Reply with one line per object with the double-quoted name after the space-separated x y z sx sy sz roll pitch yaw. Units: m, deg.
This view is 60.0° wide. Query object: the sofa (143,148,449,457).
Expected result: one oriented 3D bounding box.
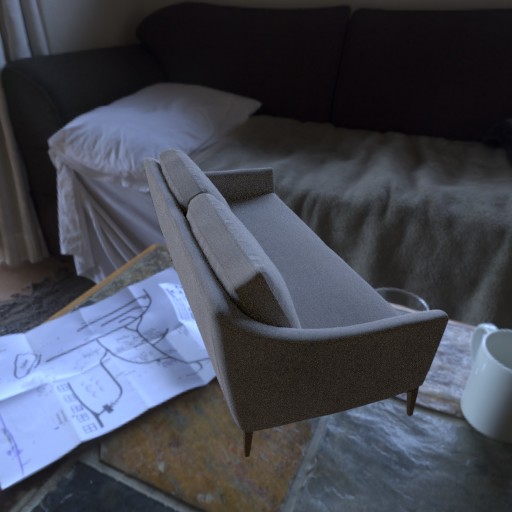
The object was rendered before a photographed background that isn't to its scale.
0.000 0.000 2.569 0.980 0.913 2.036 -10 31 -17 "sofa"
